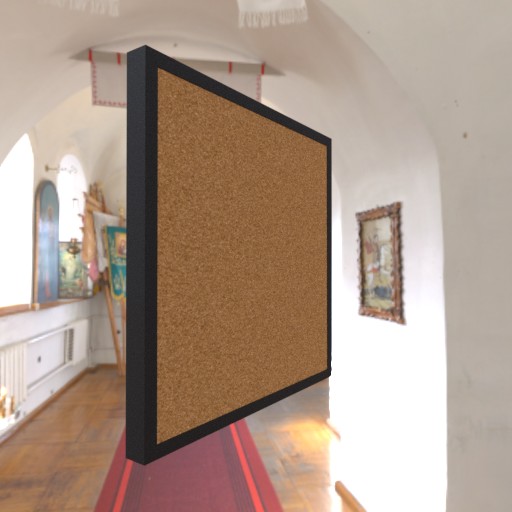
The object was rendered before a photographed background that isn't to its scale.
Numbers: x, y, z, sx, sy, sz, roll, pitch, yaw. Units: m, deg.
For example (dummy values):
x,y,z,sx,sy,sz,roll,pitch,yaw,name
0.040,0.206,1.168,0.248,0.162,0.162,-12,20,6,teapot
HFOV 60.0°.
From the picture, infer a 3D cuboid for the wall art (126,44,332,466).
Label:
x,y,z,sx,sy,sz,roll,pitch,yaw,name
0.000,0.000,0.746,0.036,0.503,0.506,0,-1,36,wall art
